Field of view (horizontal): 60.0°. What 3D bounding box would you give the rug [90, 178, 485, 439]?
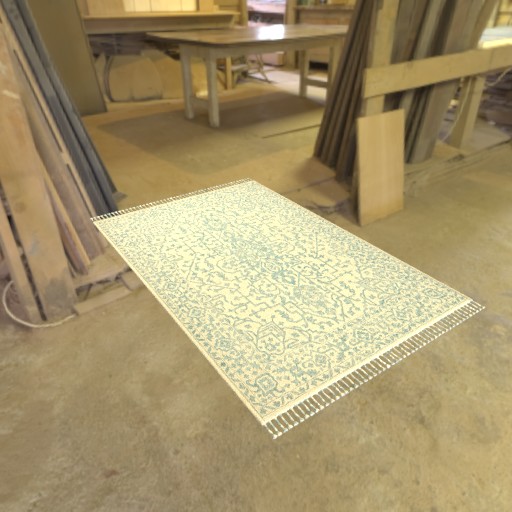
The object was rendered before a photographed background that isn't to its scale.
[{"bbox_3d":[0.000,0.000,3.035,1.524,0.010,2.438,-20,37,-29],"label":"rug"}]
